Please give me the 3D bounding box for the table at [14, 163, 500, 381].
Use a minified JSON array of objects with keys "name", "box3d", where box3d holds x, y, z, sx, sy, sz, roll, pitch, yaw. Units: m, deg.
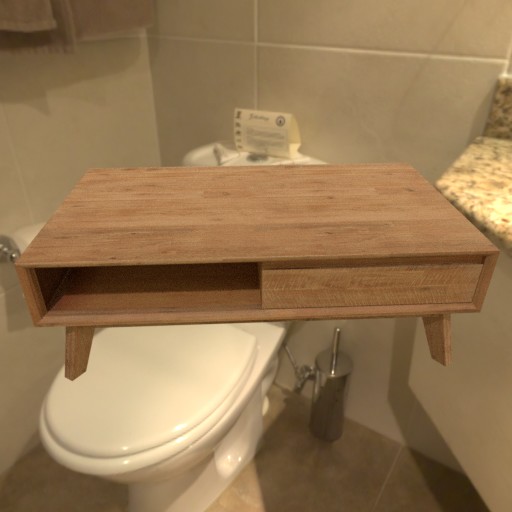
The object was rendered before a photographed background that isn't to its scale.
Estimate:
[{"name":"table","box3d":[0.000,0.000,1.997,1.619,0.531,0.918,-2,31,-3]}]
